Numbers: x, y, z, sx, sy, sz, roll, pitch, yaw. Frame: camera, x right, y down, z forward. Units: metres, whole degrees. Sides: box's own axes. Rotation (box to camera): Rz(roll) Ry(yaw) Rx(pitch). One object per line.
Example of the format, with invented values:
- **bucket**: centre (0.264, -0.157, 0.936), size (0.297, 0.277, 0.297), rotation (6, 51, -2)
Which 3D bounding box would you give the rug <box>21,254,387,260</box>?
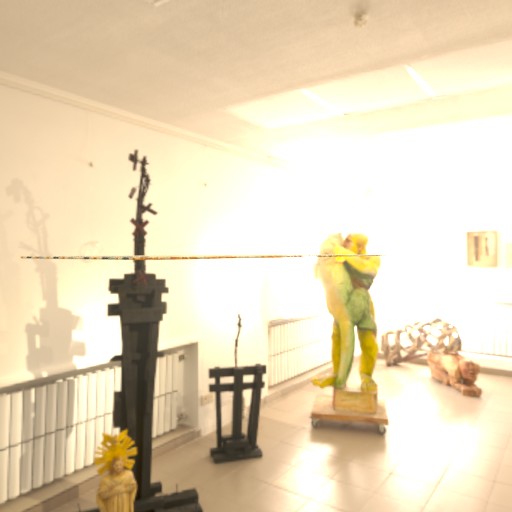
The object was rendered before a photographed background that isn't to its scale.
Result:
- **rug**: centre (0.000, 0.000, 2.680), size (0.783, 0.010, 2.437), rotation (0, 1, 35)
